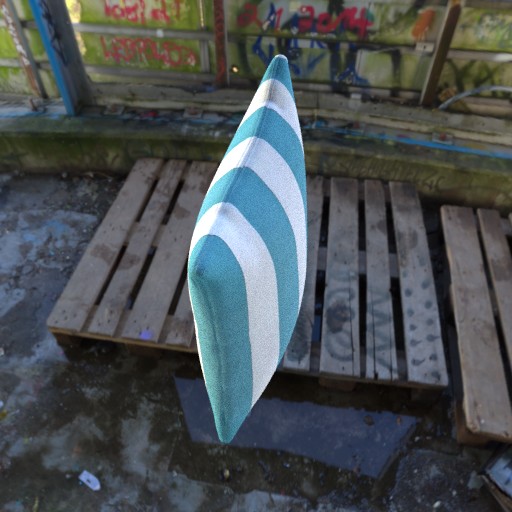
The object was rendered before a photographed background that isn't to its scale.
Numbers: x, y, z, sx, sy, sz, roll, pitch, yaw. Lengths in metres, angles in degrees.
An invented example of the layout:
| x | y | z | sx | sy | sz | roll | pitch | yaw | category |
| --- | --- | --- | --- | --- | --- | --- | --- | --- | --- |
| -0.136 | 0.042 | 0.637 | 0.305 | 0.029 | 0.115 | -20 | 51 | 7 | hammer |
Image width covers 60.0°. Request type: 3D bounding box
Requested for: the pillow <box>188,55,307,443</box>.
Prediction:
| x | y | z | sx | sy | sz | roll | pitch | yaw | category |
| --- | --- | --- | --- | --- | --- | --- | --- | --- | --- |
| 0.000 | 0.000 | 0.816 | 0.189 | 0.526 | 0.536 | 8 | 48 | 7 | pillow |
